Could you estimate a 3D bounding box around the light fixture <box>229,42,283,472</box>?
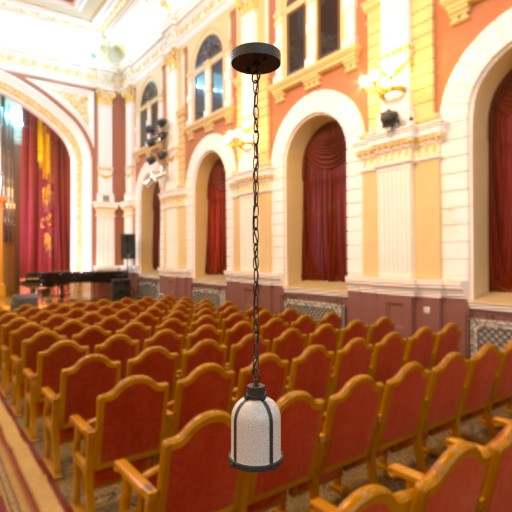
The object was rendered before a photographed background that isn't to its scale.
[{"bbox_3d":[0.000,0.000,1.291,0.178,1.181,0.178,0,-1,-36],"label":"light fixture"}]
